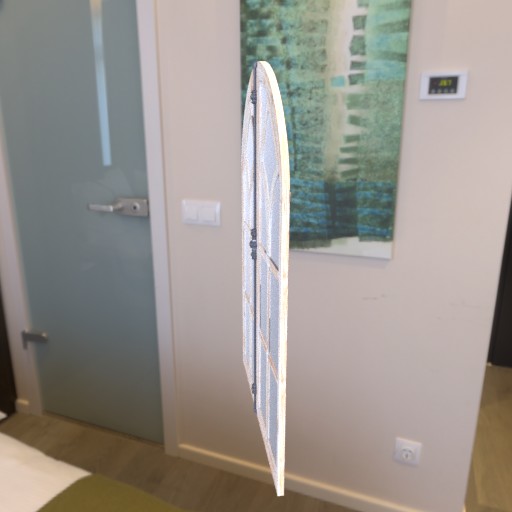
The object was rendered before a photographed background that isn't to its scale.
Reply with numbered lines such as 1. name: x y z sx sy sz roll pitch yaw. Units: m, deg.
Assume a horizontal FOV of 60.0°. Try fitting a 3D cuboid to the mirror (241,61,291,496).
1. mirror: 0.000 0.000 1.132 0.032 0.915 0.609 -2 15 -8
